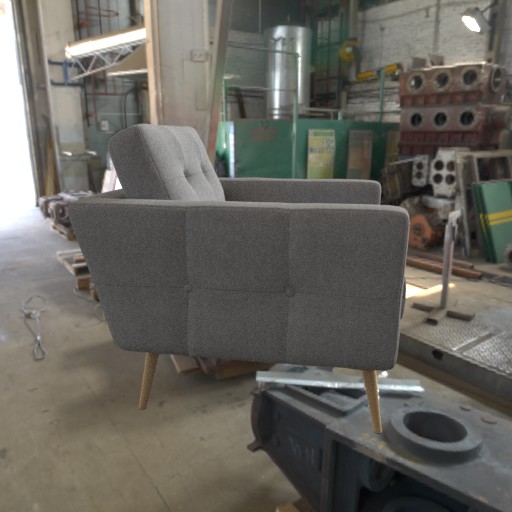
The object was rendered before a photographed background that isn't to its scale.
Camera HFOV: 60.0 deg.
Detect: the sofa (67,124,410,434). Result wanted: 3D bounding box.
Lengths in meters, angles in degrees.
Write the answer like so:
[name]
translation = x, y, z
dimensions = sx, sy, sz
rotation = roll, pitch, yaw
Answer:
[sofa]
translation = 0.000, 0.000, 1.515
dimensions = 0.920, 0.860, 0.770
rotation = 2, 15, 9
